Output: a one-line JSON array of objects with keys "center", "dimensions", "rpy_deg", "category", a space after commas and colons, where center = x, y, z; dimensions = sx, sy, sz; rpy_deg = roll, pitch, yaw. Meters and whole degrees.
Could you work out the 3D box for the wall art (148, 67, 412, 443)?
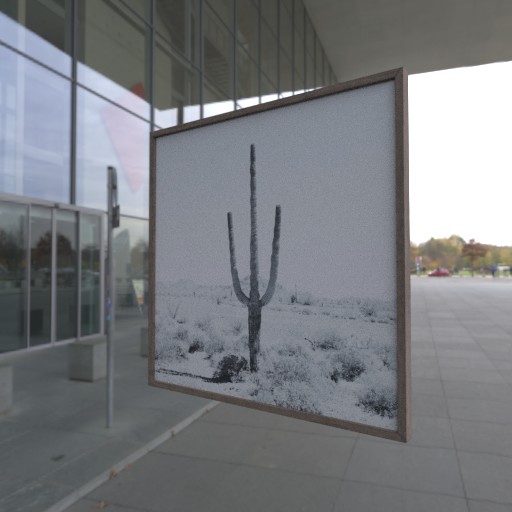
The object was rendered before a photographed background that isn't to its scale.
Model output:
[{"center": [0.000, 0.000, 1.131], "dimensions": [0.762, 0.762, 0.038], "rpy_deg": [-1, -2, 35], "category": "wall art"}]
